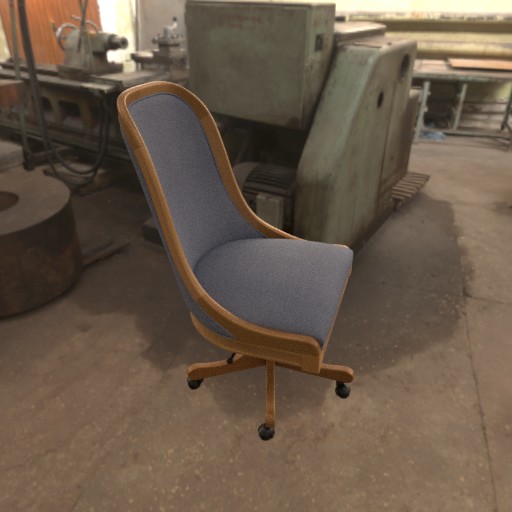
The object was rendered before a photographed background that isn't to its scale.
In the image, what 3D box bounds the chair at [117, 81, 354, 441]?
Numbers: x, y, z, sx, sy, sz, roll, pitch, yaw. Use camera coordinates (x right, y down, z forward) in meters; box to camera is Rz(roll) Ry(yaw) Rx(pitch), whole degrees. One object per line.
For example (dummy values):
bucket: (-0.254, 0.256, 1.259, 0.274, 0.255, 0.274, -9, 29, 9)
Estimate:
chair: (0.000, 0.000, 1.464, 0.735, 1.031, 0.605, 10, 32, 17)
